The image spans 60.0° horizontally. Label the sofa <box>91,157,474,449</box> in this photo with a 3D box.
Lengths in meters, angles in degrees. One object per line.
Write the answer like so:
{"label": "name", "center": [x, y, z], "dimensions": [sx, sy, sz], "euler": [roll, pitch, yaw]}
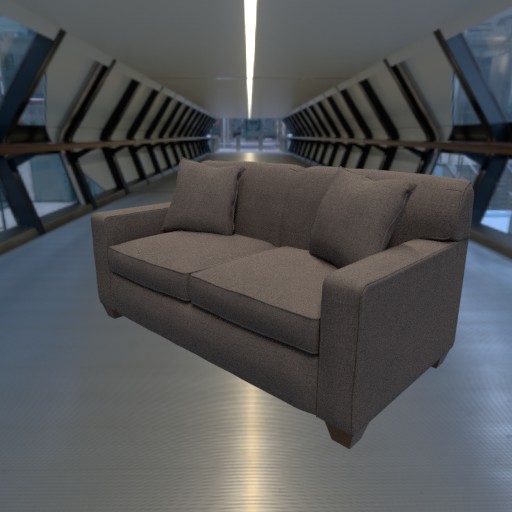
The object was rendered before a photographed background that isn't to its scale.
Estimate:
{"label": "sofa", "center": [0.000, 0.000, 2.378], "dimensions": [1.846, 0.958, 1.000], "euler": [15, 22, 41]}
